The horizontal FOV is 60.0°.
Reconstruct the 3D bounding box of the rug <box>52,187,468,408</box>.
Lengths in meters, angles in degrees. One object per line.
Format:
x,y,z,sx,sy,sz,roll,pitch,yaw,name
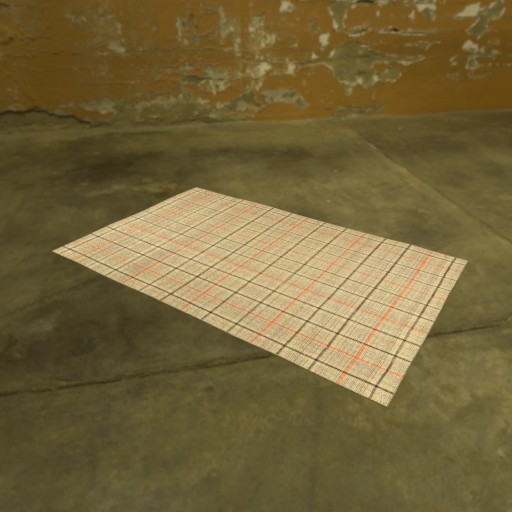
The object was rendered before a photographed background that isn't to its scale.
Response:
0.000,0.000,3.057,2.439,0.015,1.524,19,35,30,rug
